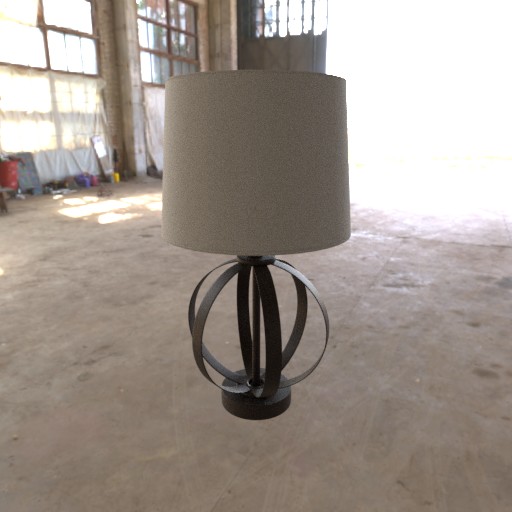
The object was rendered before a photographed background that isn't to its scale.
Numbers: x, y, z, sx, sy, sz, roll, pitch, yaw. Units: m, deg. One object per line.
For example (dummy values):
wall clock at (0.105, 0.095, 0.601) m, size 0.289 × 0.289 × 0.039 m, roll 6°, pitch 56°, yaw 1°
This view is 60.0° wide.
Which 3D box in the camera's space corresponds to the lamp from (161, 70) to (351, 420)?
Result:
lamp at (0.000, 0.000, 0.694) m, size 0.286 × 0.510 × 0.286 m, roll 0°, pitch 15°, yaw 0°
